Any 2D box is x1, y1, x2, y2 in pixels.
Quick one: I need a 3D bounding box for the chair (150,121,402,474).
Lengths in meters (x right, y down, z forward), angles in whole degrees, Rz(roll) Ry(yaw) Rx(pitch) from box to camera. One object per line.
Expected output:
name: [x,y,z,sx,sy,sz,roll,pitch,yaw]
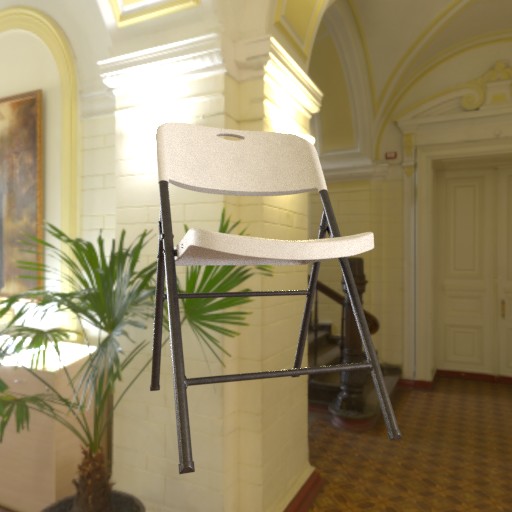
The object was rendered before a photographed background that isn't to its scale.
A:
chair: [0.000,0.000,1.161,0.494,0.810,0.566,0,0,-19]
